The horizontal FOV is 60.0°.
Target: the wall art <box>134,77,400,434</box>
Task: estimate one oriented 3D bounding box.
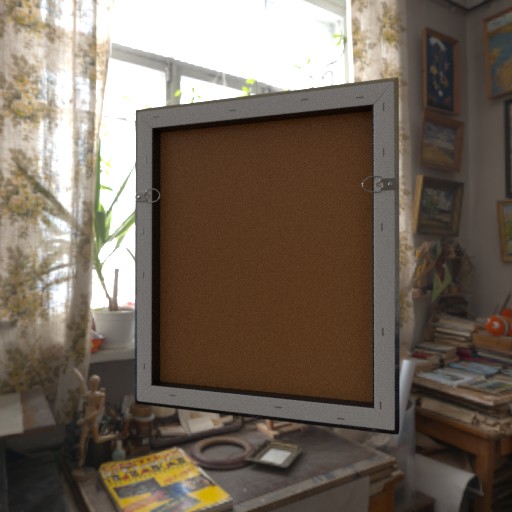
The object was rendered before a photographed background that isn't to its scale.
[{"bbox_3d":[0.000,0.000,0.987,0.608,0.710,0.041,0,0,18],"label":"wall art"}]
